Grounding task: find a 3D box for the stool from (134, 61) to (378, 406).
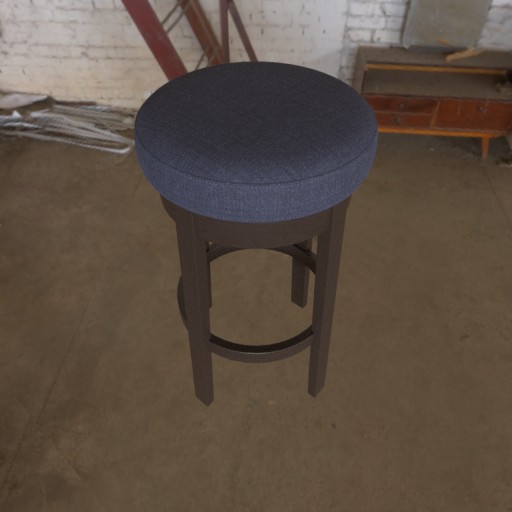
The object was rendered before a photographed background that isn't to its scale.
[{"bbox_3d":[0.000,0.000,1.024,0.446,0.758,0.446,0,45,0],"label":"stool"}]
